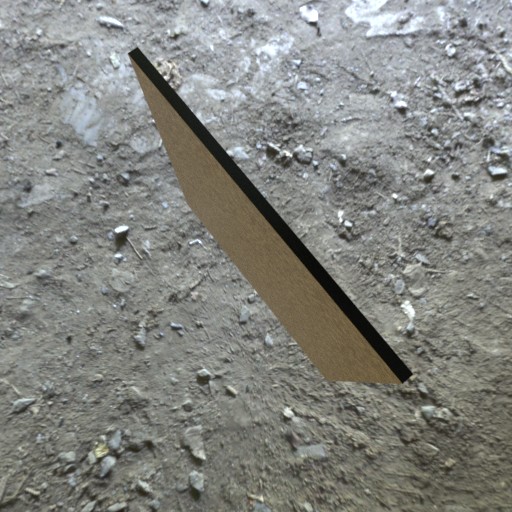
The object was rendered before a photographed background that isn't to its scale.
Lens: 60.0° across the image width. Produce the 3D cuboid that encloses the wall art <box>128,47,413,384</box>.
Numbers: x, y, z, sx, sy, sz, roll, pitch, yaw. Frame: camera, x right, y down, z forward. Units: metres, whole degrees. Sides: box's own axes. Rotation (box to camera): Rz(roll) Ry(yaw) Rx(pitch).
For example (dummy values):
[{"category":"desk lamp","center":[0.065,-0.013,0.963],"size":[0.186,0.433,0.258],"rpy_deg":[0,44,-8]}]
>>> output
[{"category":"wall art","center":[0.000,0.000,0.659],"size":[0.014,0.445,0.446],"rpy_deg":[-37,78,-9]}]
